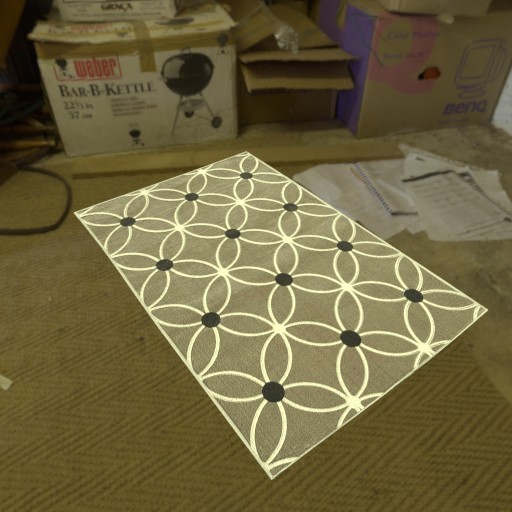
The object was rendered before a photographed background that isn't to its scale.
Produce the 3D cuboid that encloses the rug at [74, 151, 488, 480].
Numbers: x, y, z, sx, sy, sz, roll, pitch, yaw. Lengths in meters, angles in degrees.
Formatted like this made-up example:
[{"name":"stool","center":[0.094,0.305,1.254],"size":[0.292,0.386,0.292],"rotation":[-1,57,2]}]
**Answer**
[{"name":"rug","center":[0.000,0.000,2.787],"size":[1.522,0.008,2.284],"rotation":[-26,47,-27]}]
